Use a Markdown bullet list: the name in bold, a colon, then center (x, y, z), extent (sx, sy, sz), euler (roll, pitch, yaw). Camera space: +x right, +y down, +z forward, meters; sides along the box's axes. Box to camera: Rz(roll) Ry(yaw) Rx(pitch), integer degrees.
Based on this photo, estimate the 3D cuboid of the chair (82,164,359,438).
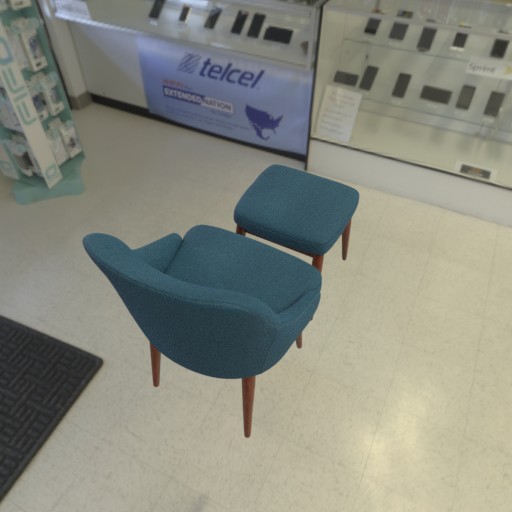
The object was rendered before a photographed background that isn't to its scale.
- **chair**: center (0.000, 0.000, 1.608), extent (0.584, 0.866, 1.114), euler (22, 50, 19)
